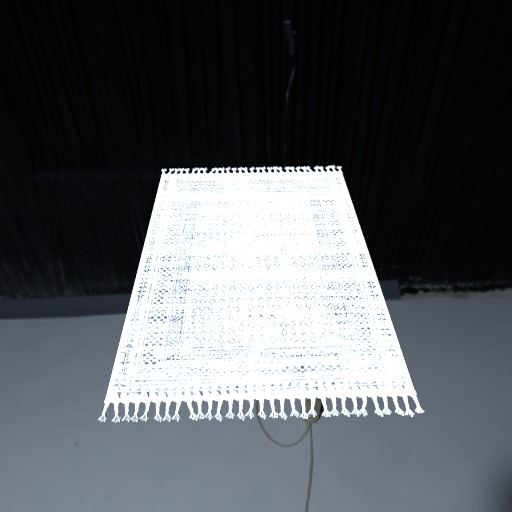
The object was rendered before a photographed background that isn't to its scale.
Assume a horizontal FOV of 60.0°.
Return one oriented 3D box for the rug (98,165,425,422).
[{"bbox_3d":[0.000,0.000,2.362,1.243,0.013,1.872,-1,41,-1],"label":"rug"}]
